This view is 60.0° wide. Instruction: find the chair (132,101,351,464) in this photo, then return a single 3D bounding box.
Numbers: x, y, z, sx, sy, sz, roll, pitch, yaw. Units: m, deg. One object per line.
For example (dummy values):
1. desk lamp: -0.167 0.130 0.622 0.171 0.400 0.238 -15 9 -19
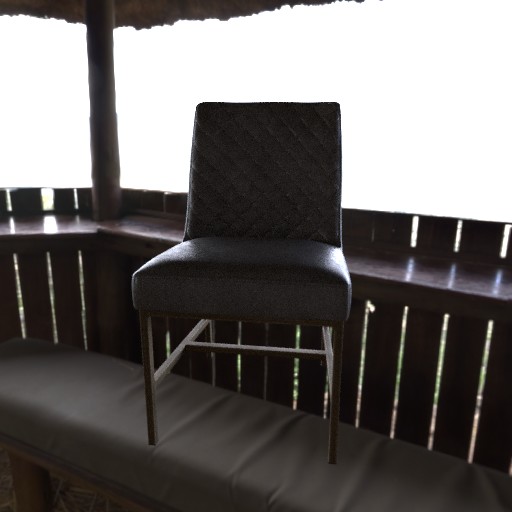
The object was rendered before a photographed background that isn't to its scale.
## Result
1. chair: 0.000 0.000 1.261 0.508 0.889 0.587 2 14 9
